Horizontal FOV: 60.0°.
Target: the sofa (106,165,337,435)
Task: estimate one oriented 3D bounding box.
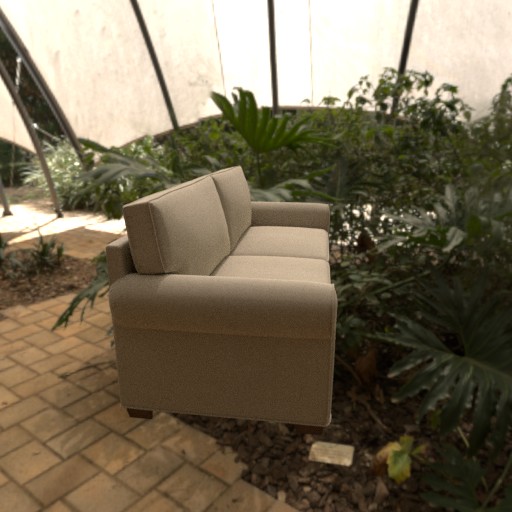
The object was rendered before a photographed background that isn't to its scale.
[{"bbox_3d":[0.000,0.000,2.675,0.901,0.962,2.146,2,16,8],"label":"sofa"}]
